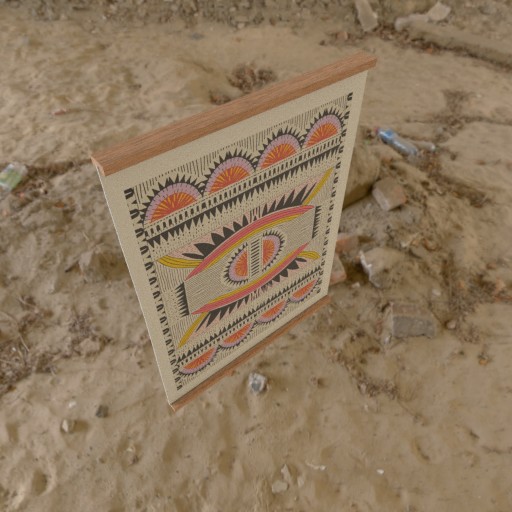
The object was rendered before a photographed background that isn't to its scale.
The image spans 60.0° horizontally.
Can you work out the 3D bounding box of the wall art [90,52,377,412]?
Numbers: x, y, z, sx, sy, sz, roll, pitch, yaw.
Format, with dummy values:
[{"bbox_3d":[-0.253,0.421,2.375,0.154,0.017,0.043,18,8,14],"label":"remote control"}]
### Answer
[{"bbox_3d":[0.000,0.000,0.706,0.403,0.527,0.028,-31,53,-26],"label":"wall art"}]
